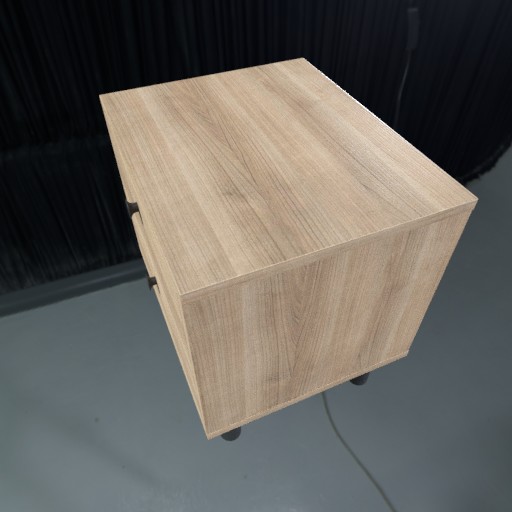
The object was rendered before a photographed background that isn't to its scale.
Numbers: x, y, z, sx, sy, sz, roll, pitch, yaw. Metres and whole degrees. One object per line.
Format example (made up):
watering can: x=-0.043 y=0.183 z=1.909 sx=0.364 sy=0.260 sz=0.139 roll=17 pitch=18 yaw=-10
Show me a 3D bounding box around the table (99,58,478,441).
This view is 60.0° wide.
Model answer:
table: x=0.000 y=0.000 z=0.778 sx=0.380 sy=0.460 sz=0.445 roll=-17 pitch=48 yaw=-16
